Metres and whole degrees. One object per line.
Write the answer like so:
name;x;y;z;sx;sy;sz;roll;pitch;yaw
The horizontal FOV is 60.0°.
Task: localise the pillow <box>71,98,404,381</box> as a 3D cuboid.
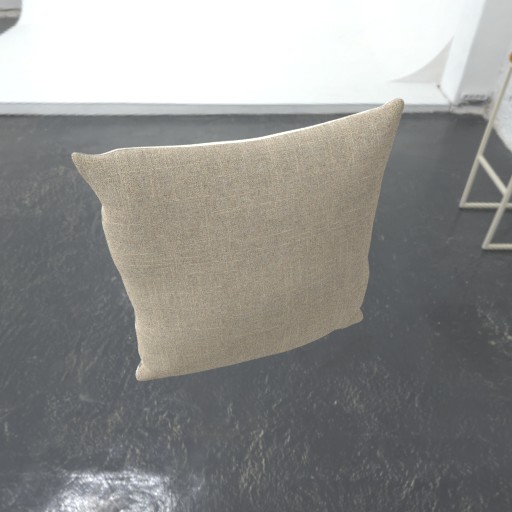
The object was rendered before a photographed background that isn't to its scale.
pillow;0.000;0.000;0.684;0.439;0.440;0.182;-13;42;-15
